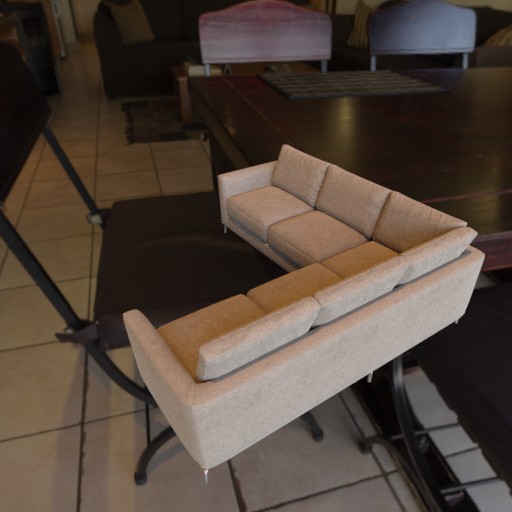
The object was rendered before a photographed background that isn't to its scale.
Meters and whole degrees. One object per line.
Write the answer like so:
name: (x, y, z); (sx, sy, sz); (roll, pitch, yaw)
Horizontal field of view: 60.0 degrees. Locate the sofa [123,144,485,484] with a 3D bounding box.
sofa: (0.000, 0.000, 3.563); (2.438, 0.864, 2.438); (-20, 37, -29)
